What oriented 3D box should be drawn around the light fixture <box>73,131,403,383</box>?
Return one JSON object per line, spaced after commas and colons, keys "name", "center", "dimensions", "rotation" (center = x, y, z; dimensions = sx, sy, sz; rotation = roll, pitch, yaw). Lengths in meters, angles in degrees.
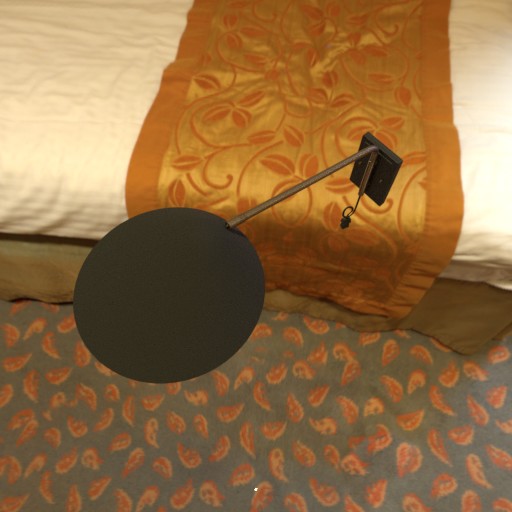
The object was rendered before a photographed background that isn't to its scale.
{"name": "light fixture", "center": [0.000, 0.000, 0.670], "dimensions": [0.516, 0.312, 0.240], "rotation": [-35, 68, -17]}
